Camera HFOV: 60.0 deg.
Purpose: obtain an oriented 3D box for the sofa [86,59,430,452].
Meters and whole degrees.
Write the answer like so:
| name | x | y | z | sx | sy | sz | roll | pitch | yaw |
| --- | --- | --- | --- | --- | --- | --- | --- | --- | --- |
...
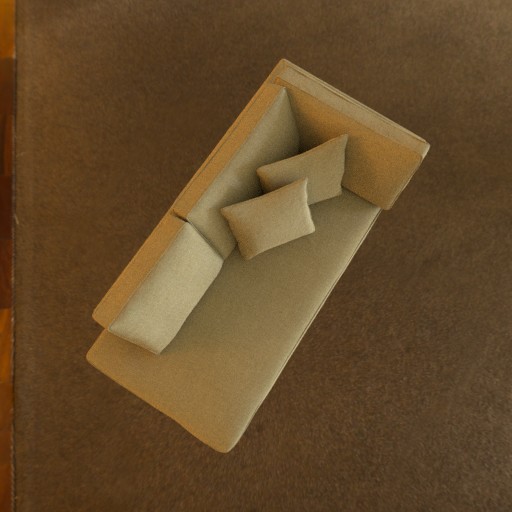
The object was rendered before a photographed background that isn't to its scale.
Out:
| name | x | y | z | sx | sy | sz | roll | pitch | yaw |
| --- | --- | --- | --- | --- | --- | --- | --- | --- | --- |
| sofa | 0.000 | 0.000 | 2.843 | 1.110 | 1.019 | 2.238 | 33 | 79 | 7 |
